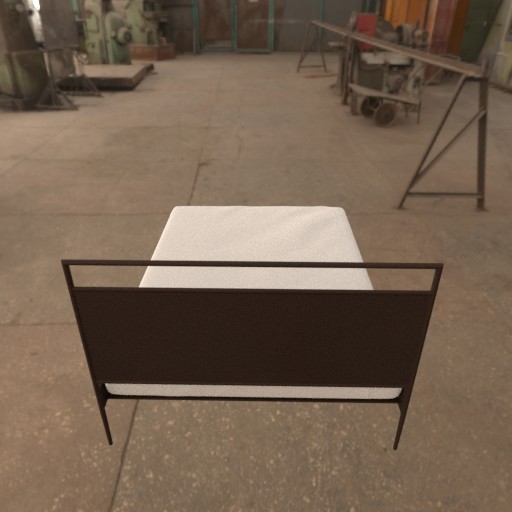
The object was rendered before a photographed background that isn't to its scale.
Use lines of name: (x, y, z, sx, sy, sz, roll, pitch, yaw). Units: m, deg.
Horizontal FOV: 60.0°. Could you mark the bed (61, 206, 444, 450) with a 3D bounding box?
bed: (0.000, 0.000, 3.020, 1.572, 1.173, 2.122, 1, 30, 1)
